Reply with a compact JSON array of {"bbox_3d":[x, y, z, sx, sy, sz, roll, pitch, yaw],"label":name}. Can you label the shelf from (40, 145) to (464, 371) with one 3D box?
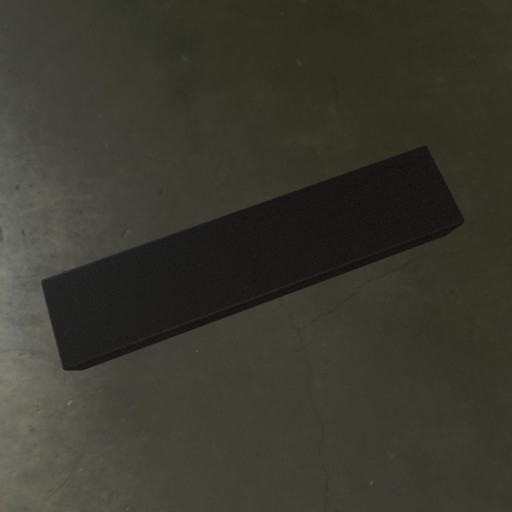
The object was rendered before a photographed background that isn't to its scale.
[{"bbox_3d":[0.000,0.000,0.505,0.456,0.053,0.102,-20,77,-5],"label":"shelf"}]
